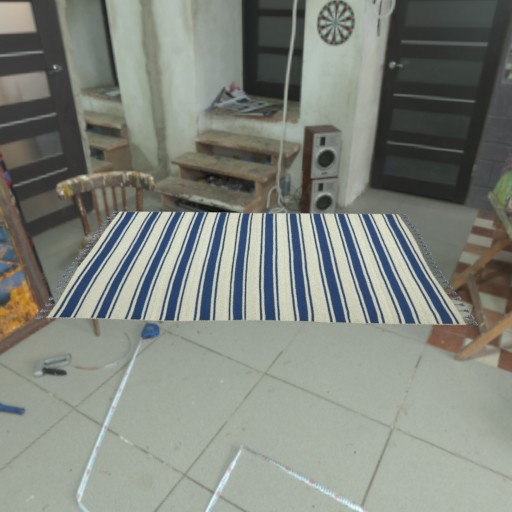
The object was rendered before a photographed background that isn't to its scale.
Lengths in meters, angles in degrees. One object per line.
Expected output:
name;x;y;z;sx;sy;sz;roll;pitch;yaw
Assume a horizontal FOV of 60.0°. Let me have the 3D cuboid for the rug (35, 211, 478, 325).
rug;0.000;0.000;2.614;2.108;0.009;1.248;1;30;1
